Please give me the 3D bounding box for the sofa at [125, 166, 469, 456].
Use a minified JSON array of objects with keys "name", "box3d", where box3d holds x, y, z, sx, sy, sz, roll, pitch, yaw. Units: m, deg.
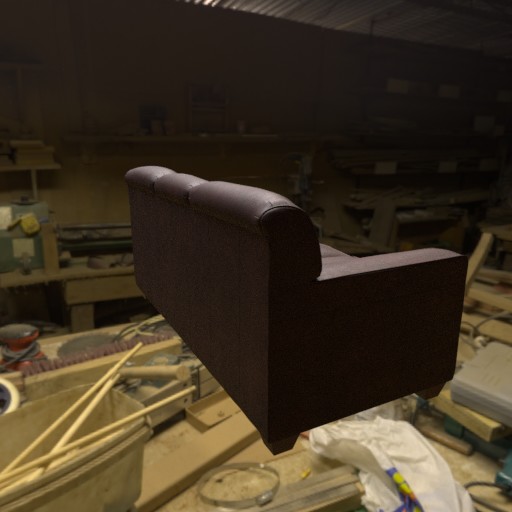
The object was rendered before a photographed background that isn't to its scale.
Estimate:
[{"name":"sofa","box3d":[0.000,0.000,2.502,1.008,0.953,2.039,-7,16,-27]}]
